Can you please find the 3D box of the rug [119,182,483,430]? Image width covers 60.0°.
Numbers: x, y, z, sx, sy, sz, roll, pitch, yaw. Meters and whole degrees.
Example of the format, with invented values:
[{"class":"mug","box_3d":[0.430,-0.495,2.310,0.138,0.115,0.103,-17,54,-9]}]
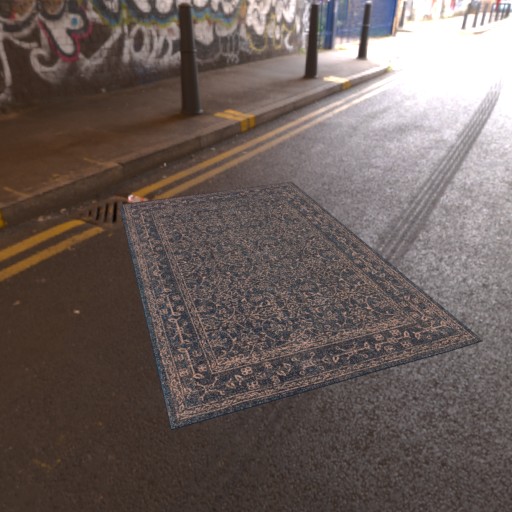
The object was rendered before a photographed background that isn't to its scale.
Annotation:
[{"class":"rug","box_3d":[0.000,0.000,2.260,1.200,0.005,1.819,-10,32,-17]}]
